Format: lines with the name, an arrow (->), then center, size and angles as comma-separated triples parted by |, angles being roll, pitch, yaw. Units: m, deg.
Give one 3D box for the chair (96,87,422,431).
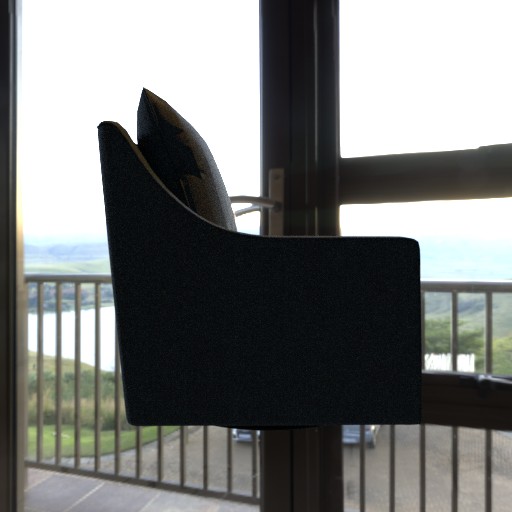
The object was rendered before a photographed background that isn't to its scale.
chair -> 0.000, 0.000, 1.526 | 0.870, 0.939, 0.750 | 0, -1, -1
